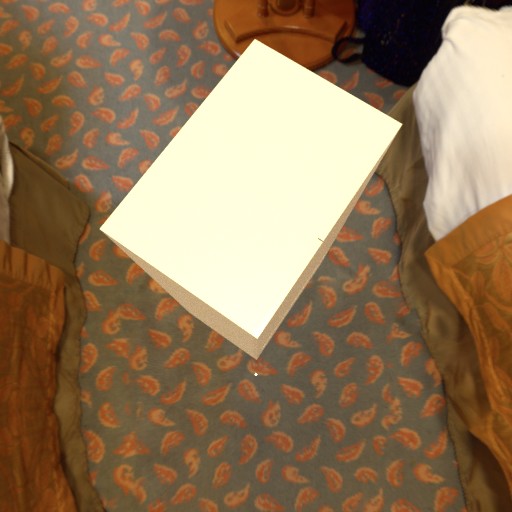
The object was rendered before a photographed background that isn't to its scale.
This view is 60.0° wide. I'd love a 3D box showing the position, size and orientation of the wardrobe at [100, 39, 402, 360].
[{"bbox_3d":[0.000,0.000,2.424,0.600,2.040,0.860,34,78,8],"label":"wardrobe"}]
